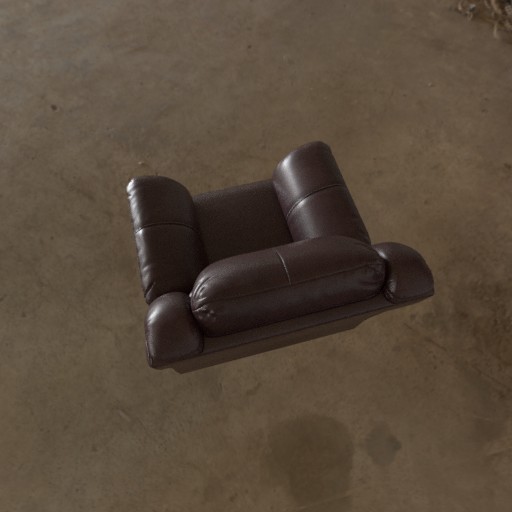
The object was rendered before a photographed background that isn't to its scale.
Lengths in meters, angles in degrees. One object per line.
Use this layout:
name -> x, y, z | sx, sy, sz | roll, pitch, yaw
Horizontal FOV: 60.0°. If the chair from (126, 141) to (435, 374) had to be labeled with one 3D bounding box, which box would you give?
chair -> 0.000, 0.000, 1.925 | 0.990, 1.093, 1.041 | -13, 60, -8
